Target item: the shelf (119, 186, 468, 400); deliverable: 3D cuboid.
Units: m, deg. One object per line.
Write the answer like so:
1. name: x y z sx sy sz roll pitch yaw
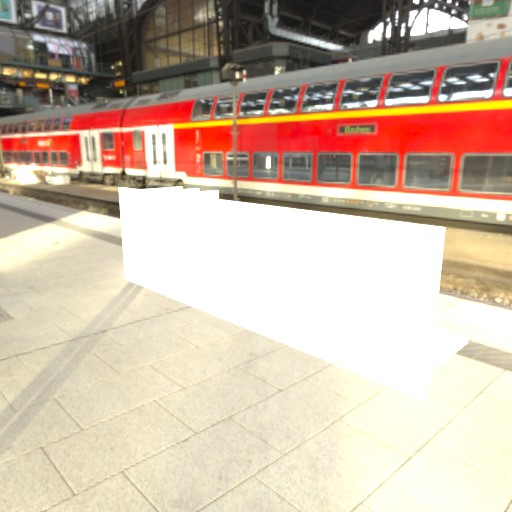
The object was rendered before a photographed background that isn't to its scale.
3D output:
1. shelf: 0.000 0.000 1.143 0.200 0.300 1.020 -13 19 -43
